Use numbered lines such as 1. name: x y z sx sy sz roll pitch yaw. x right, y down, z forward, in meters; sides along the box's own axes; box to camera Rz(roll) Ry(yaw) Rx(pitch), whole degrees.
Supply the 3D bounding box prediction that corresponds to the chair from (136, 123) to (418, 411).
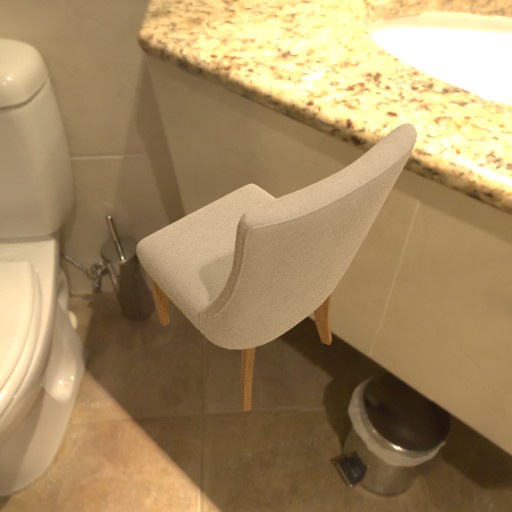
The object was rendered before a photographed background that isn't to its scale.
1. chair: 0.000 0.000 1.286 0.495 0.902 0.610 -32 55 -26
